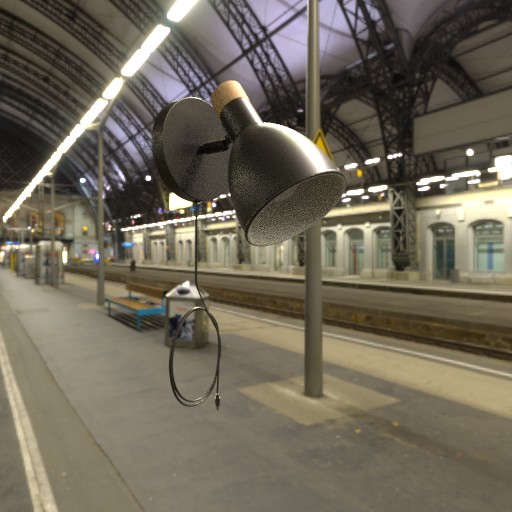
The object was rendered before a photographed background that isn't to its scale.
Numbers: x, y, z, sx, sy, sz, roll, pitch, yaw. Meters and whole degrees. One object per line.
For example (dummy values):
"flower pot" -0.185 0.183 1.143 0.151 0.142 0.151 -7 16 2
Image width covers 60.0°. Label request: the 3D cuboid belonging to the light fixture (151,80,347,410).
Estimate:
"light fixture" 0.000 0.000 0.494 0.203 0.401 0.127 0 0 36
